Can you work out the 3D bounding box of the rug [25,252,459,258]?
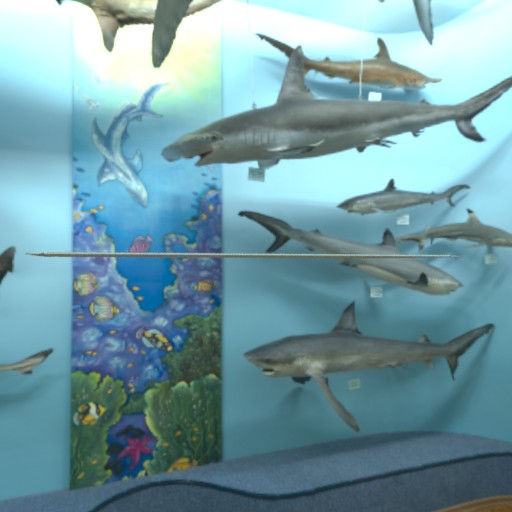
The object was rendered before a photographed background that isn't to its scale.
[{"bbox_3d":[0.000,0.000,2.748,2.480,0.013,0.786,0,-1,-20],"label":"rug"}]
